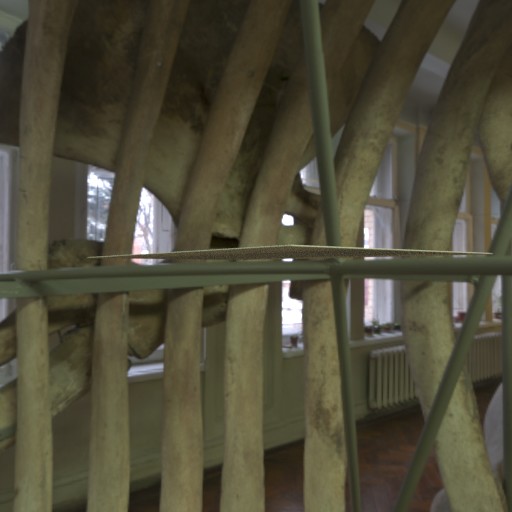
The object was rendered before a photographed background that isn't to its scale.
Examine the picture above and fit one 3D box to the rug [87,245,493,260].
[{"bbox_3d":[0.000,0.000,3.039,1.541,0.008,2.448,1,-2,-37],"label":"rug"}]
